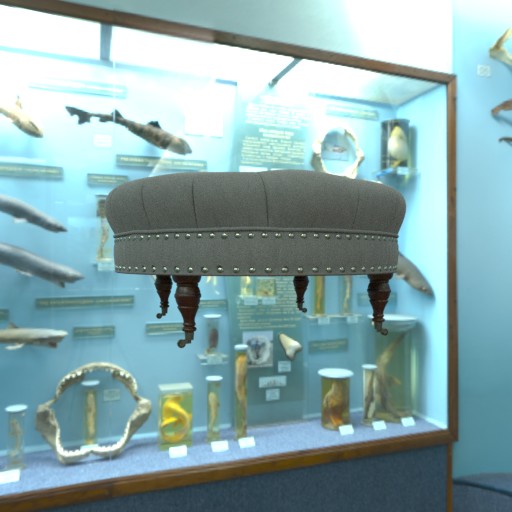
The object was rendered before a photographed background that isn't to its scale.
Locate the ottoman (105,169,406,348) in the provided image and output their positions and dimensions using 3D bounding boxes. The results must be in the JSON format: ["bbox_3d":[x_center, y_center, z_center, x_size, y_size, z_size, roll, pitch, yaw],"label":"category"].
[{"bbox_3d":[0.000,0.000,1.393,0.901,0.439,0.901,0,0,0],"label":"ottoman"}]
